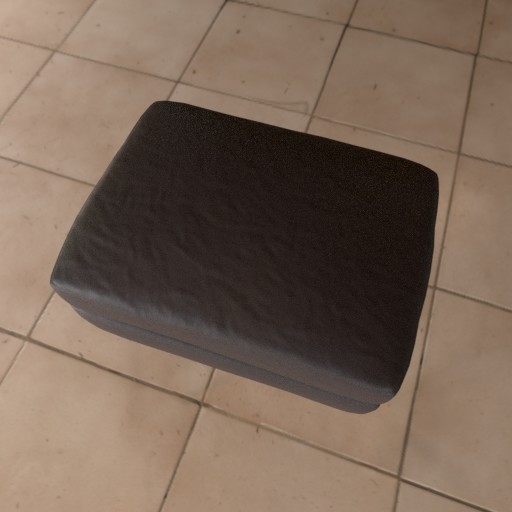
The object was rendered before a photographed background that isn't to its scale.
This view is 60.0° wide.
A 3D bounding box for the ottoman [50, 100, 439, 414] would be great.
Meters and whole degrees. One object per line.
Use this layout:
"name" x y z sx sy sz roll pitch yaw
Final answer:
"ottoman" 0.000 0.000 1.287 0.887 0.529 0.659 16 65 8
